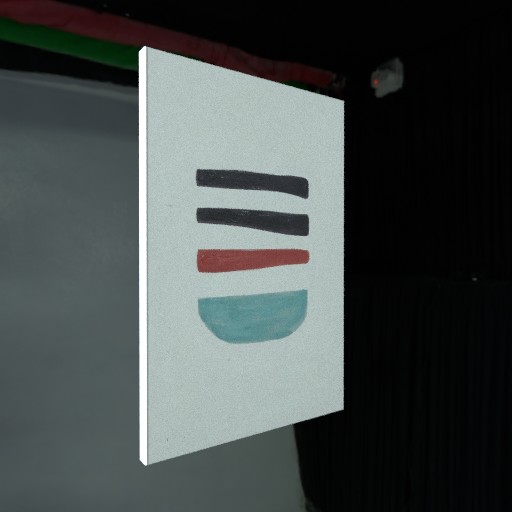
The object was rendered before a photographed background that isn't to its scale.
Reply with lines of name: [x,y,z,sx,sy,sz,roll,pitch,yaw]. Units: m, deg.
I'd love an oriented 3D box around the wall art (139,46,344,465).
wall art: [0.000,0.000,1.149,0.607,0.912,0.038,0,1,-35]
